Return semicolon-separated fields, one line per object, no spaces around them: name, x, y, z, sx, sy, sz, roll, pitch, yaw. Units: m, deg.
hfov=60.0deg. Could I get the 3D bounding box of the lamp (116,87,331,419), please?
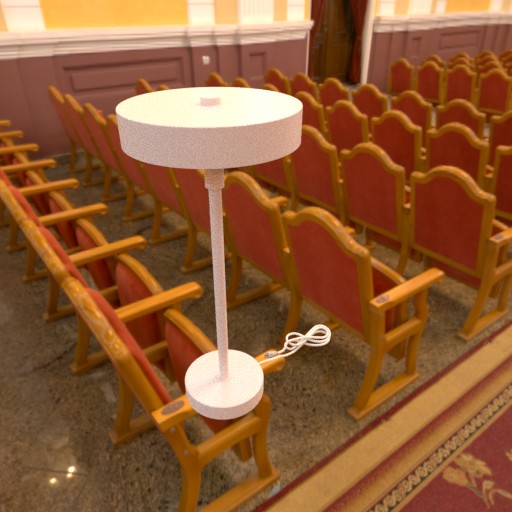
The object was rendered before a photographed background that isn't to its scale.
lamp;0.000;0.000;0.713;0.369;0.508;0.229;-21;36;-31
